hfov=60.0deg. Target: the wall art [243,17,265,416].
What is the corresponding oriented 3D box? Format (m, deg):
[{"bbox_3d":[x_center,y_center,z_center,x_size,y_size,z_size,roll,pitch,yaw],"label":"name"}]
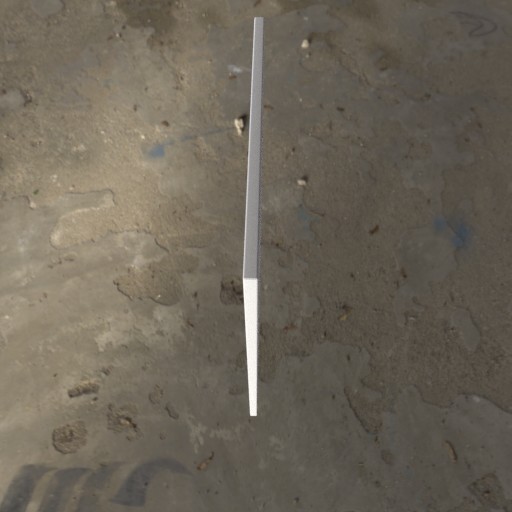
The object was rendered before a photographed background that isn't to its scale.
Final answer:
[{"bbox_3d":[0.000,0.000,0.612,0.011,0.482,0.329,1,59,1],"label":"wall art"}]
